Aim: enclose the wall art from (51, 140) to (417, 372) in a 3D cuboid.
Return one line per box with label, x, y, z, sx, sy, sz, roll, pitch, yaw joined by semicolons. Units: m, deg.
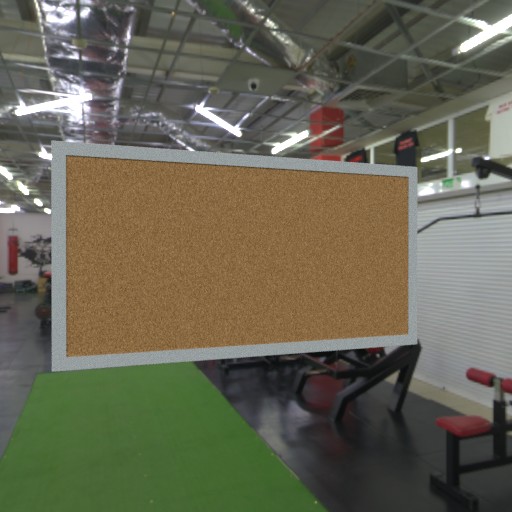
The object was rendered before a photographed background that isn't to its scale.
wall art;0.000;0.000;0.969;0.812;0.431;0.038;0;0;-18
